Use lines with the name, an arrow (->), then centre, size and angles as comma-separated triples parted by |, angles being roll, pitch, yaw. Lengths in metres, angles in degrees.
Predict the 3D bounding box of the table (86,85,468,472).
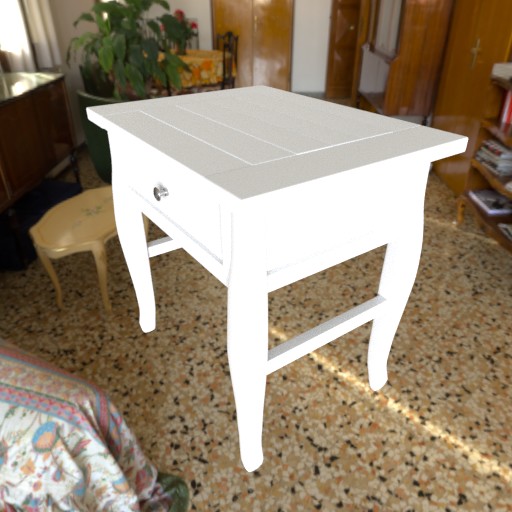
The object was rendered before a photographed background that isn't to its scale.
table -> 0.000, 0.000, 0.999 | 0.463, 0.605, 0.599 | -20, 36, -30
